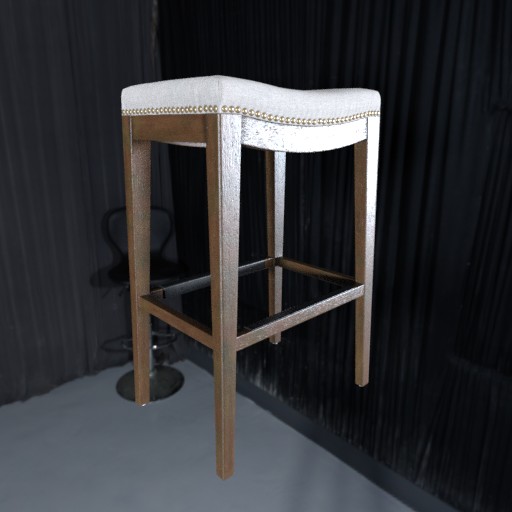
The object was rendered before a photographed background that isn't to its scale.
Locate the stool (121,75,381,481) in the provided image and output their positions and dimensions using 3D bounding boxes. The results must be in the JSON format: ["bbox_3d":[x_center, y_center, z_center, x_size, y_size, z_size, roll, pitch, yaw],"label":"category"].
[{"bbox_3d":[0.000,0.000,1.061,0.508,0.762,0.356,-15,22,-41],"label":"stool"}]
